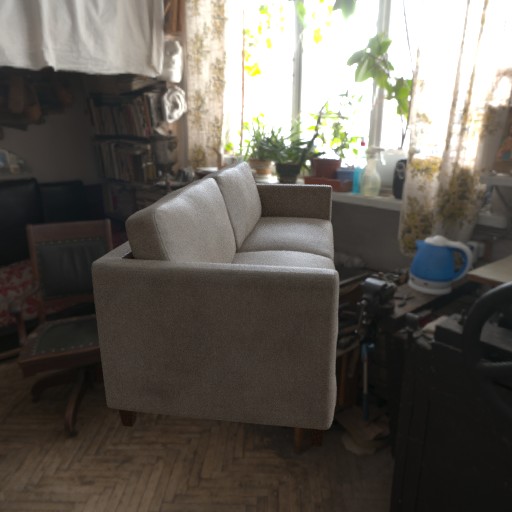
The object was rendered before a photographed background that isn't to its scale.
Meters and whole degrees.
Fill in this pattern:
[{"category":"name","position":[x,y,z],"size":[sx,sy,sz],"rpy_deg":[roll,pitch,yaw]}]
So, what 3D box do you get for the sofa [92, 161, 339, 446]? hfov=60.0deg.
[{"category":"sofa","position":[0.000,0.000,2.683],"size":[0.951,0.965,2.208],"rpy_deg":[3,17,8]}]
